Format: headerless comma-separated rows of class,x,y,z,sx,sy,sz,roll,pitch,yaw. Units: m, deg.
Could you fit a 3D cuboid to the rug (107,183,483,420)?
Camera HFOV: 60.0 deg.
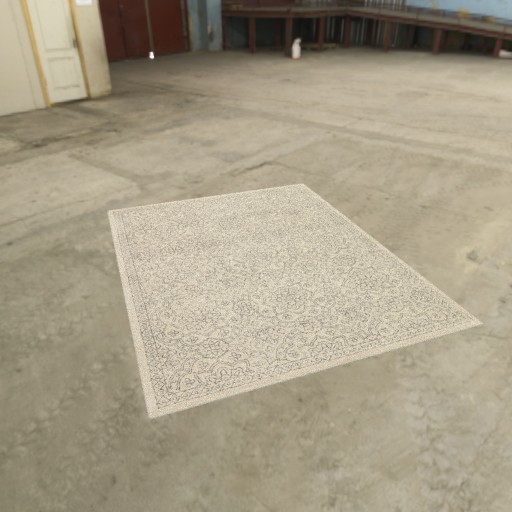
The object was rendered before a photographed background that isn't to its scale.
rug,0.000,0.000,4.128,2.441,0.015,3.050,-11,32,-18
